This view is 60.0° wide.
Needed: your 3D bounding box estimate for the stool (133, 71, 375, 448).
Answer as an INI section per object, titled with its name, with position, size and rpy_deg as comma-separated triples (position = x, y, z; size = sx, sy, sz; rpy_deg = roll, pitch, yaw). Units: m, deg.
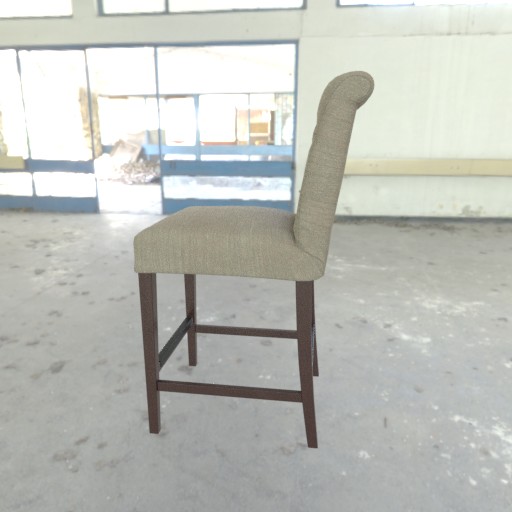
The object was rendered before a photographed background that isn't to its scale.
[stool]
position = 0.000, 0.000, 1.466
size = 0.660, 1.084, 0.486
rpy_deg = 2, 15, 8
